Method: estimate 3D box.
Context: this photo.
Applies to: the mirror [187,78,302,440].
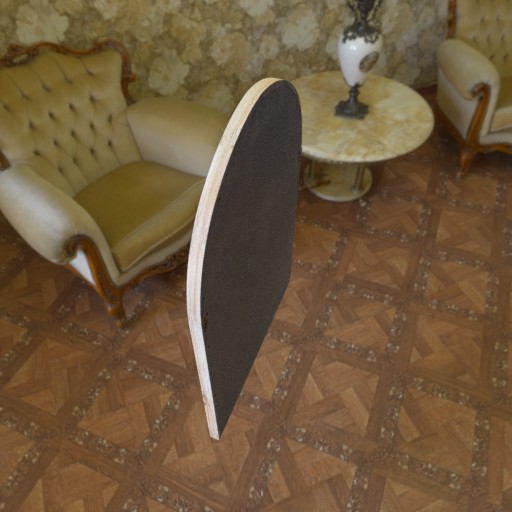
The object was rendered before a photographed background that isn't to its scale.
[{"bbox_3d":[0.000,0.000,1.187,0.032,0.920,0.660,16,49,15],"label":"mirror"}]
